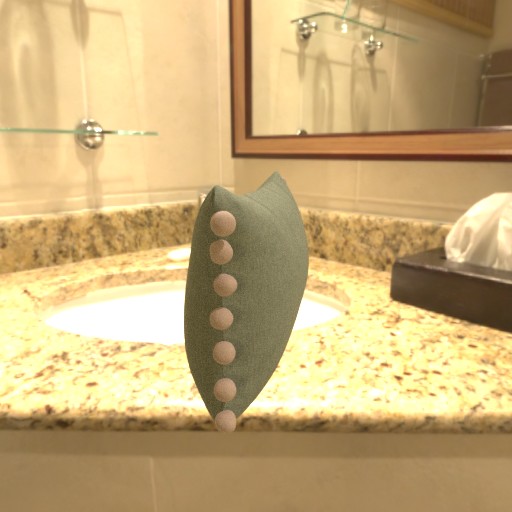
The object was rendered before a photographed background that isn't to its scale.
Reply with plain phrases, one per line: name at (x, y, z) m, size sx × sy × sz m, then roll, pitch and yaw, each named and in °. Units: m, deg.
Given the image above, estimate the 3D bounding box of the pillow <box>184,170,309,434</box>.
pillow at (0.000, 0.000, 0.855) m, size 0.201 × 0.322 × 0.709 m, roll 2°, pitch 14°, yaw 9°
